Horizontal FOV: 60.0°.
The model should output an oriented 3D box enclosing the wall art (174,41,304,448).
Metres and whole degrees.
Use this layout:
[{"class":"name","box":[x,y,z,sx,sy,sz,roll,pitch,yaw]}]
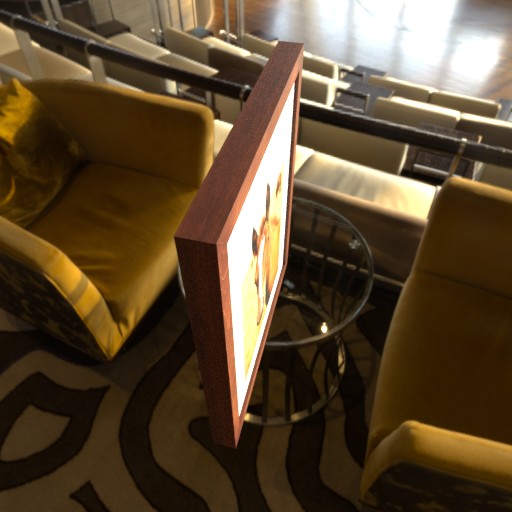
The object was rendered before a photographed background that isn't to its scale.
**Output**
[{"class":"wall art","box":[0.000,0.000,0.544,0.030,0.381,0.330,11,48,10]}]
